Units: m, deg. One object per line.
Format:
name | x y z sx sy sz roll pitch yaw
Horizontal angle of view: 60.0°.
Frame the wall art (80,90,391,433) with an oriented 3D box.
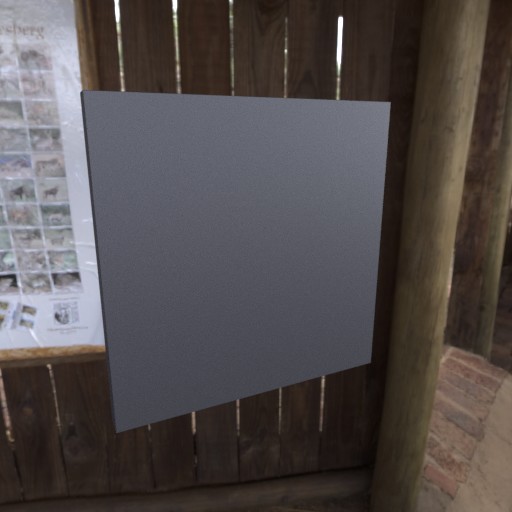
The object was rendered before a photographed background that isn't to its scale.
wall art | 0.000 0.000 0.752 0.507 0.507 0.038 -7 17 -25
